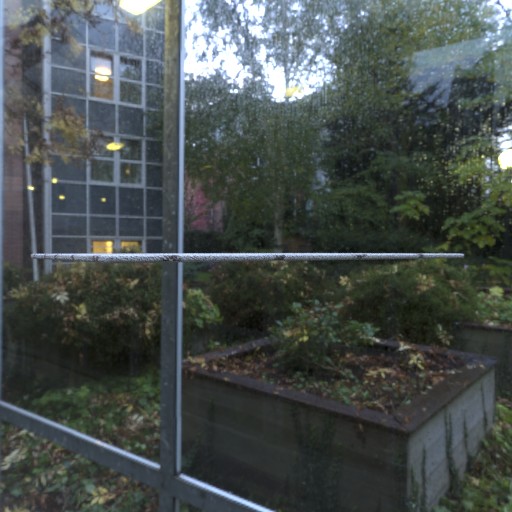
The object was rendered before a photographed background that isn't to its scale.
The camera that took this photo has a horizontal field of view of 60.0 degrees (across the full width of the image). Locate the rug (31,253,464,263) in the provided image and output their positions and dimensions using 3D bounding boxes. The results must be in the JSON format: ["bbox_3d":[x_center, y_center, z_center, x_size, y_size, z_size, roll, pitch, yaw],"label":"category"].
[{"bbox_3d":[0.000,0.000,2.922,2.438,0.030,1.524,0,1,-36],"label":"rug"}]
